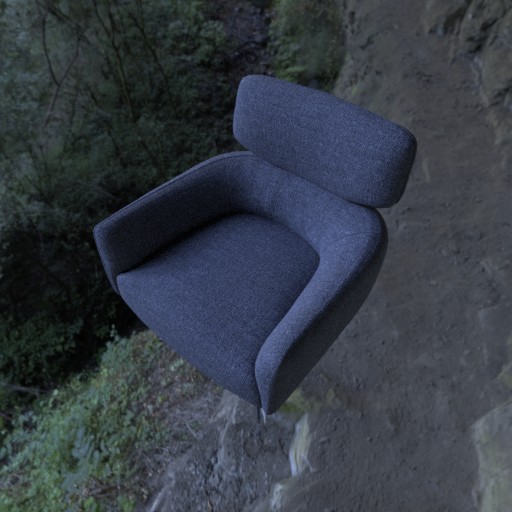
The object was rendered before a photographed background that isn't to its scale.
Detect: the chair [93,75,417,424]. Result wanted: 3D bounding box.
[{"bbox_3d":[0.000,0.000,1.369,0.706,0.812,0.715,32,54,26],"label":"chair"}]
